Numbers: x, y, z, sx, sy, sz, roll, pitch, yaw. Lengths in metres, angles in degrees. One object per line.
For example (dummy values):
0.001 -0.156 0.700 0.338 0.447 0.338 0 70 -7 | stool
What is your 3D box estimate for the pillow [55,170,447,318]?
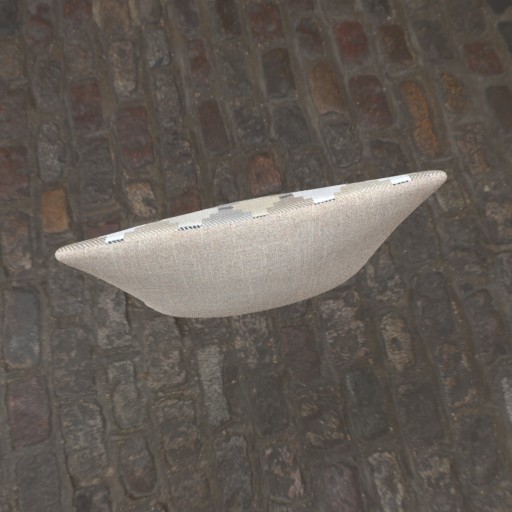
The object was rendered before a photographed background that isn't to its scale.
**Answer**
0.000 0.000 0.880 0.578 0.558 0.192 -11 77 -3 | pillow
